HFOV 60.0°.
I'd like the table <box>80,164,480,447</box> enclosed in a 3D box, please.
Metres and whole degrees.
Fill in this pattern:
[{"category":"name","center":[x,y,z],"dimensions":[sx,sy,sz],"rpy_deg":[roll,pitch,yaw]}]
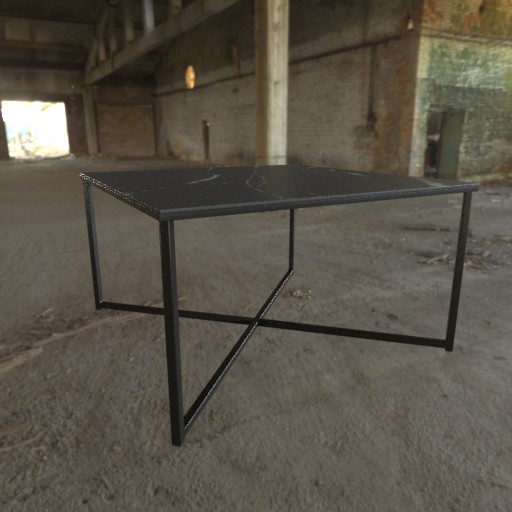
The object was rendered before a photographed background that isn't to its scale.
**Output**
[{"category":"table","center":[0.000,0.000,1.282],"dimensions":[0.800,0.450,0.800],"rpy_deg":[-8,18,-28]}]
